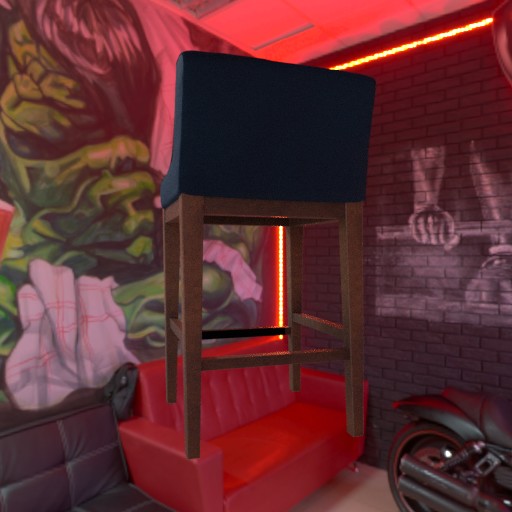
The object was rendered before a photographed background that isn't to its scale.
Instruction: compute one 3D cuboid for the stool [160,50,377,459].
[{"bbox_3d":[0.000,0.000,1.288,0.511,0.945,0.516,0,0,-18],"label":"stool"}]
